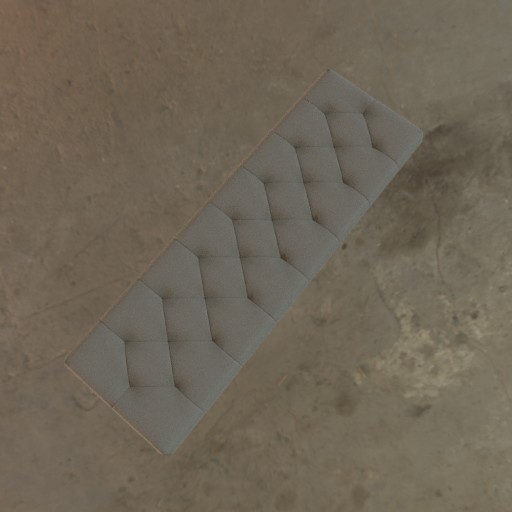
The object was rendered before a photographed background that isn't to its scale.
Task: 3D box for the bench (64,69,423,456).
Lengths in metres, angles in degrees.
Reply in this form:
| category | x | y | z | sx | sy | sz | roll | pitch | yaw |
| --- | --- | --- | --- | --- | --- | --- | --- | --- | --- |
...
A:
| category | x | y | z | sx | sy | sz | roll | pitch | yaw |
| --- | --- | --- | --- | --- | --- | --- | --- | --- | --- |
| bench | 0.000 | 0.000 | 1.777 | 0.479 | 0.488 | 1.488 | 38 | 78 | 10 |
